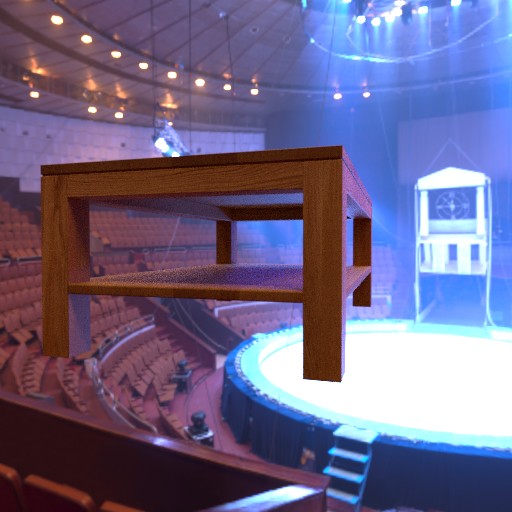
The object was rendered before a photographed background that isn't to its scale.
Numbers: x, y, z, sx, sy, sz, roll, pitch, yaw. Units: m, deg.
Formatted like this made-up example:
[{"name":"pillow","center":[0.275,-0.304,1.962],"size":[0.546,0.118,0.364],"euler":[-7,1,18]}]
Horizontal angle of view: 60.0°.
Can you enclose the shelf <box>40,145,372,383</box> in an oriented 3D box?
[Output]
[{"name":"shelf","center":[0.000,0.000,1.488],"size":[0.700,0.450,1.150],"euler":[0,2,17]}]
